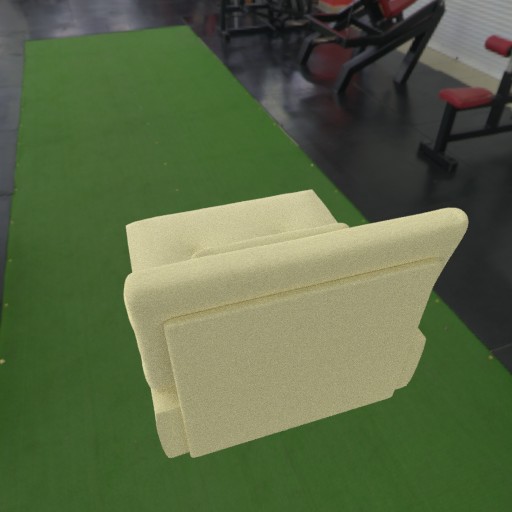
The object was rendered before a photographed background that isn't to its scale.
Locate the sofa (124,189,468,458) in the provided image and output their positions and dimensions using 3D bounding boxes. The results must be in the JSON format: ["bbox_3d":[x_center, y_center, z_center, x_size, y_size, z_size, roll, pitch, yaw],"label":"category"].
[{"bbox_3d":[0.000,0.000,1.665,0.930,0.820,1.000,-12,42,-13],"label":"sofa"}]
